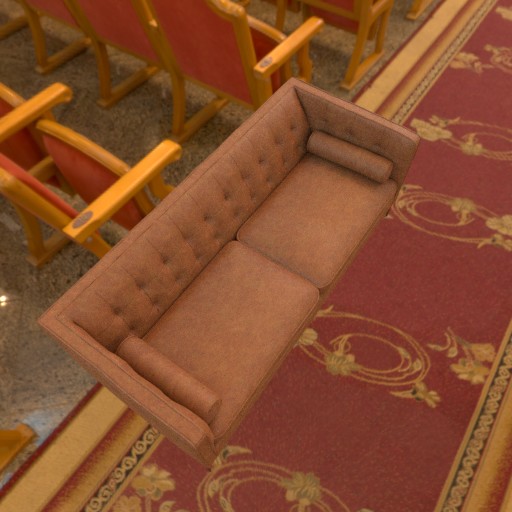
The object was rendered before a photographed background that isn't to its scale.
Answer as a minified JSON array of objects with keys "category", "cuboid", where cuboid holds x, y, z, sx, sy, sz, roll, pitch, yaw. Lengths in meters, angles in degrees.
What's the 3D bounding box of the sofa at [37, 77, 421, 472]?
[{"category":"sofa","cuboid":[0.000,0.000,2.553,0.912,0.798,2.079,31,63,18]}]
